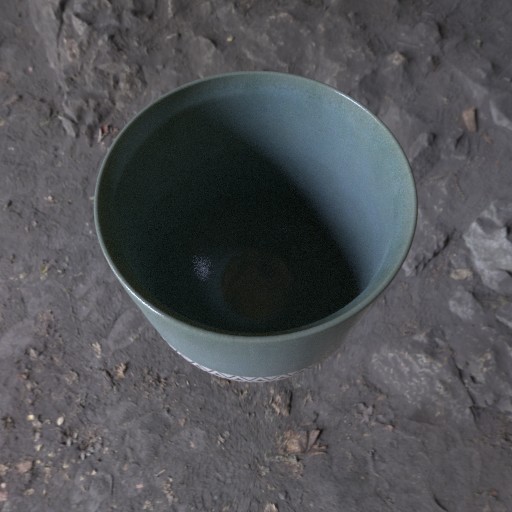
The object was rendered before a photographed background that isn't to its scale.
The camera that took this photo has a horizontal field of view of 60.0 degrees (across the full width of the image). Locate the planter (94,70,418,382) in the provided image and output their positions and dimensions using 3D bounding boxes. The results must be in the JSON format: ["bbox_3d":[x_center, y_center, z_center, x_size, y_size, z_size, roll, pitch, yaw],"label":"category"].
[{"bbox_3d":[0.000,0.000,0.487,0.266,0.270,0.266,0,64,0],"label":"planter"}]
